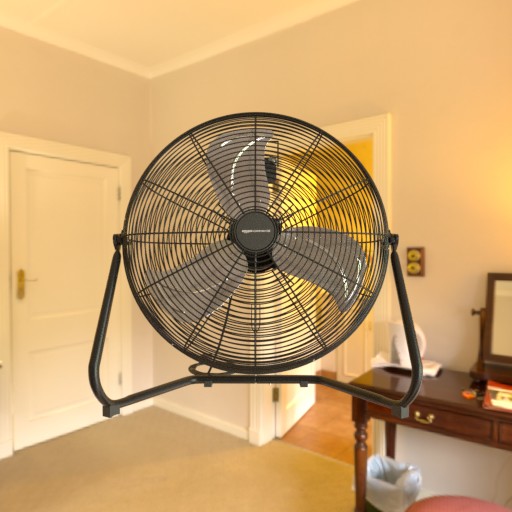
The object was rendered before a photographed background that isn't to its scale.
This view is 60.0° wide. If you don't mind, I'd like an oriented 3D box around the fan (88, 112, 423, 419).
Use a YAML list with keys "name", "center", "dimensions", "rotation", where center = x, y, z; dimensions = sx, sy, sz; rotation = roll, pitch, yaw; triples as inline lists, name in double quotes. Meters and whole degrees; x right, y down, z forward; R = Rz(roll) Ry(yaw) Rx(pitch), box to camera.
- name: "fan"
  center: [0.000, 0.000, 0.936]
  dimensions: [0.555, 0.546, 0.424]
  rotation: [0, 1, 0]
